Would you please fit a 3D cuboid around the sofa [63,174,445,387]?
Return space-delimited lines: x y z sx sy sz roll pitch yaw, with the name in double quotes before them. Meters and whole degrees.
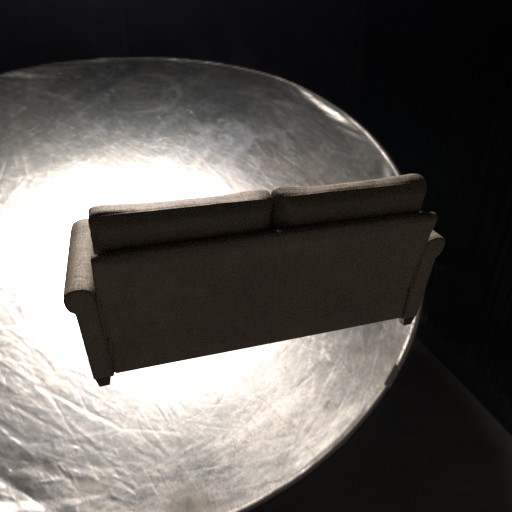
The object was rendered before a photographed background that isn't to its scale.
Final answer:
"sofa" 0.000 0.000 2.463 1.935 0.942 0.842 -8 28 -15
